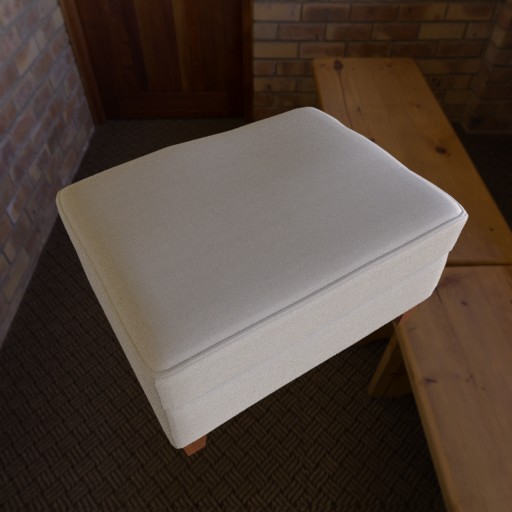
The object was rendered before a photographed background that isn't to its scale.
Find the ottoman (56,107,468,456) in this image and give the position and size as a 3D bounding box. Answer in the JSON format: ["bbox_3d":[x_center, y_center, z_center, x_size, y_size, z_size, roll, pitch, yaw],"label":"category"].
[{"bbox_3d":[0.000,0.000,1.196,0.818,0.496,0.634,-25,51,-22],"label":"ottoman"}]
